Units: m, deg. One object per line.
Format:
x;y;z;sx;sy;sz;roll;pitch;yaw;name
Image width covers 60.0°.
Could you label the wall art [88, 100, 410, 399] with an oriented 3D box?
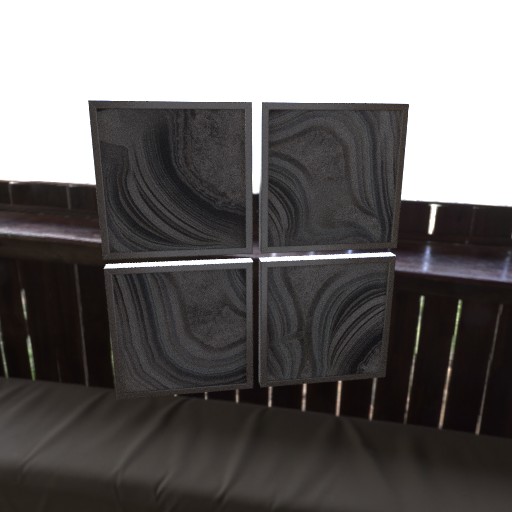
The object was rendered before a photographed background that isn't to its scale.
0.000;0.000;0.930;0.611;0.611;0.029;-2;16;-8;wall art
